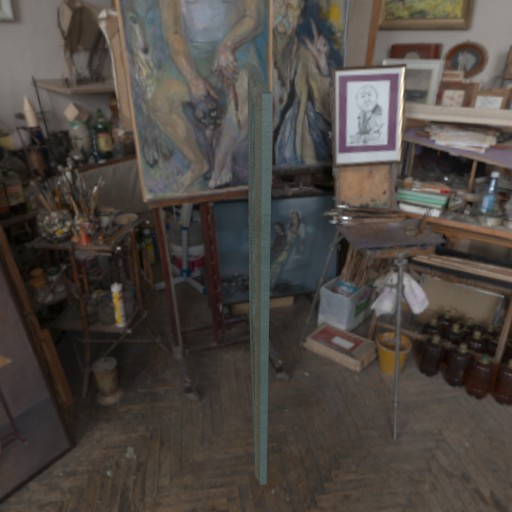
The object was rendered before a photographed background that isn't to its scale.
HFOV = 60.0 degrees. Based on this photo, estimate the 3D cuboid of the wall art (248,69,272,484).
[{"bbox_3d":[0.000,0.000,1.313,0.030,0.983,0.767,-1,26,-2],"label":"wall art"}]
